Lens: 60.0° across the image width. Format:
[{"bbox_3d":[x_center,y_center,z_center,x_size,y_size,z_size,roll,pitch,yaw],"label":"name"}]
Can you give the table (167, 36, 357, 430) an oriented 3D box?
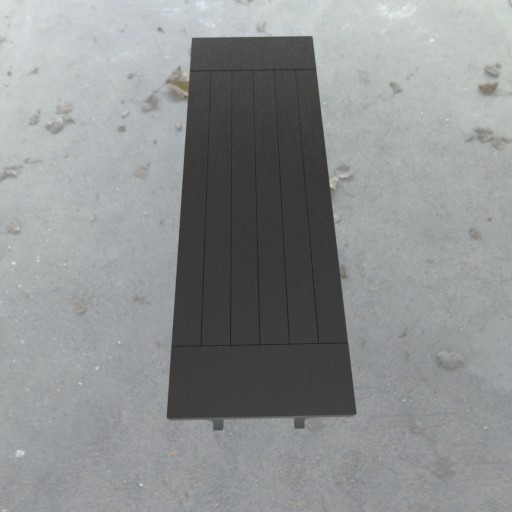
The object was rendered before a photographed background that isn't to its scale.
[{"bbox_3d":[0.000,0.000,1.412,0.373,0.768,1.062,-1,63,-1],"label":"table"}]
